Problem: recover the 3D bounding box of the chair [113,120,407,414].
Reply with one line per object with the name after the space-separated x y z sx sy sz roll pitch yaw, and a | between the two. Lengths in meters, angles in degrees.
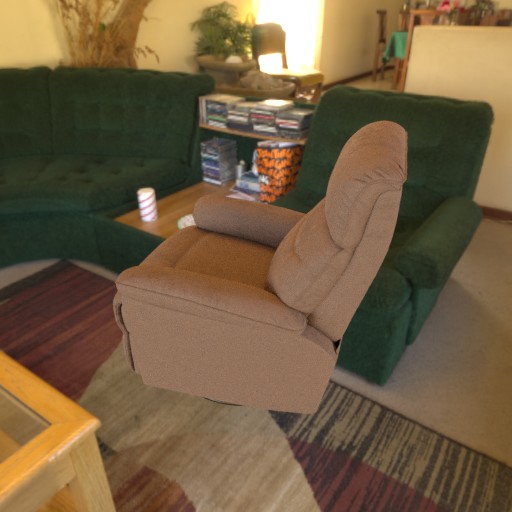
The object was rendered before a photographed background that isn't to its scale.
0.000 0.000 1.769 1.004 1.037 0.820 8 31 14 | chair
